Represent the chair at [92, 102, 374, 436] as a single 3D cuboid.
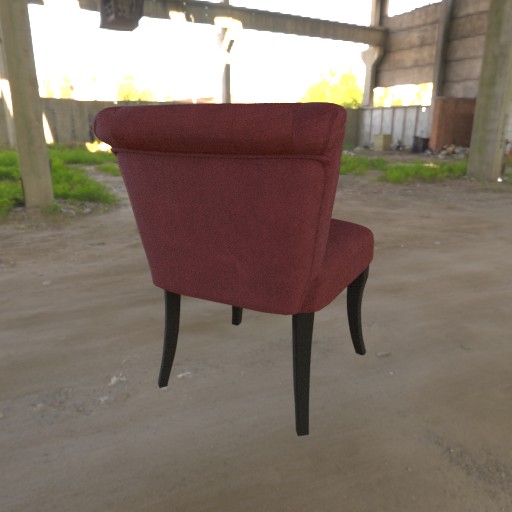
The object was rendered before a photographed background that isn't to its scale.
[{"bbox_3d":[0.000,0.000,1.182,0.582,0.750,0.605,9,19,27],"label":"chair"}]
